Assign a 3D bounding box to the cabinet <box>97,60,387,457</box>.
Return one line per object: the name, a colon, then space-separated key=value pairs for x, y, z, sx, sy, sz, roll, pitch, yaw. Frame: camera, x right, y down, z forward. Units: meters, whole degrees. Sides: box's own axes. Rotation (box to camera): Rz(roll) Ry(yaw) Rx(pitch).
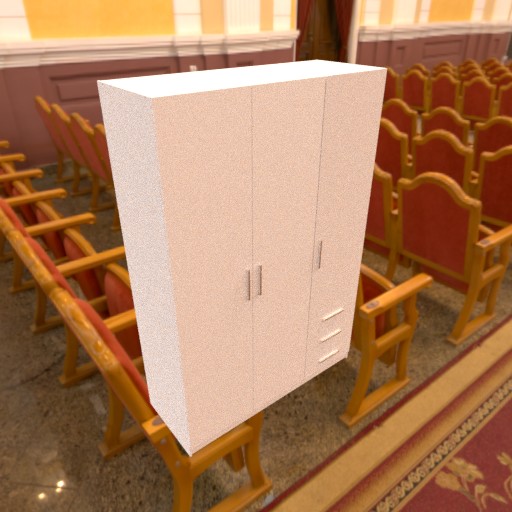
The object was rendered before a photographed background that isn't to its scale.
cabinet: x=0.000 y=0.000 z=2.495 sx=1.290 sy=1.910 sz=0.510 roll=-21 pitch=36 yaw=-33
